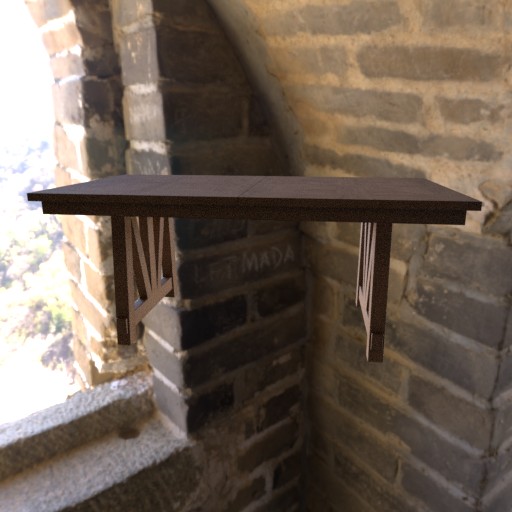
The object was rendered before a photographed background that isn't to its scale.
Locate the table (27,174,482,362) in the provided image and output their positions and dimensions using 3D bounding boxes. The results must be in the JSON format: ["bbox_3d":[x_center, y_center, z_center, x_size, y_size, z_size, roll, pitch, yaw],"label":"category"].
[{"bbox_3d":[0.000,0.000,2.395,1.881,0.768,1.016,2,15,8],"label":"table"}]
